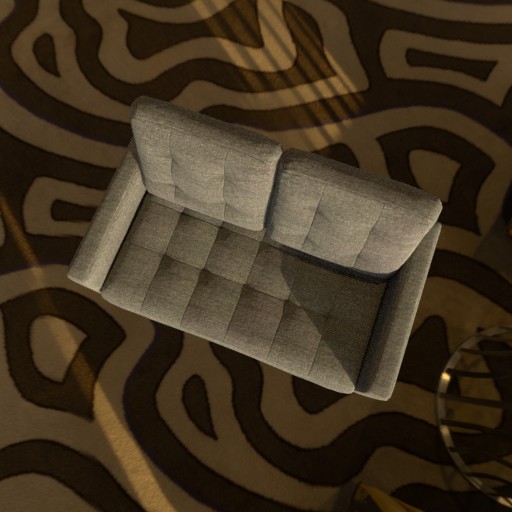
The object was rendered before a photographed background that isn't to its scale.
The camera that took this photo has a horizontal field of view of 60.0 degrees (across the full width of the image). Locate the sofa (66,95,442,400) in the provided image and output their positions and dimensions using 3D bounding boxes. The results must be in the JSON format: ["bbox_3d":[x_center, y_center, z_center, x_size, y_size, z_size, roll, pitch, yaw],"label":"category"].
[{"bbox_3d":[0.000,0.000,1.967,1.407,0.907,0.842,20,77,5],"label":"sofa"}]
